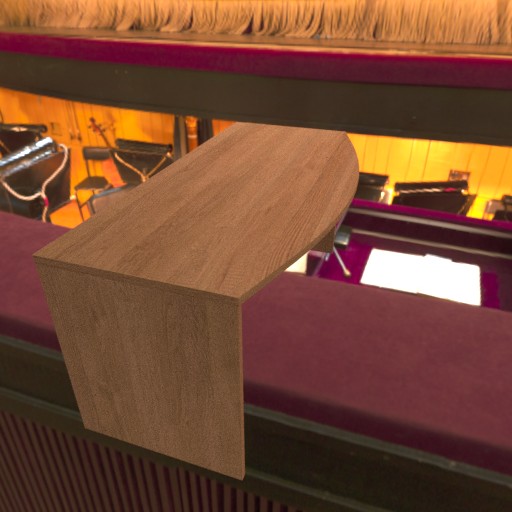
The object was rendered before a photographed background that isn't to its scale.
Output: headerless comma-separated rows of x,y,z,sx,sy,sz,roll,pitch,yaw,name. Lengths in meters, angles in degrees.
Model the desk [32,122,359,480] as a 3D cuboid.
0.000,0.000,1.999,0.802,0.752,1.600,10,32,16,desk
